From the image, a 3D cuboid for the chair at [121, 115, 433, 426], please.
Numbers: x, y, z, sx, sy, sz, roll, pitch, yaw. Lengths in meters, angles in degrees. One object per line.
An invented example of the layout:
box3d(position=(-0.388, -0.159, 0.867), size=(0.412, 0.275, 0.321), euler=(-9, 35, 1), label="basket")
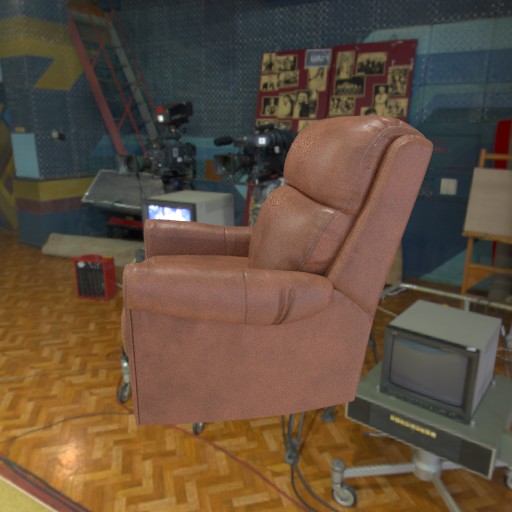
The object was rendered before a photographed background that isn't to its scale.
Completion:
box3d(position=(0.000, 0.000, 1.756), size=(1.014, 1.054, 0.838), euler=(-2, 16, -8), label="chair")
